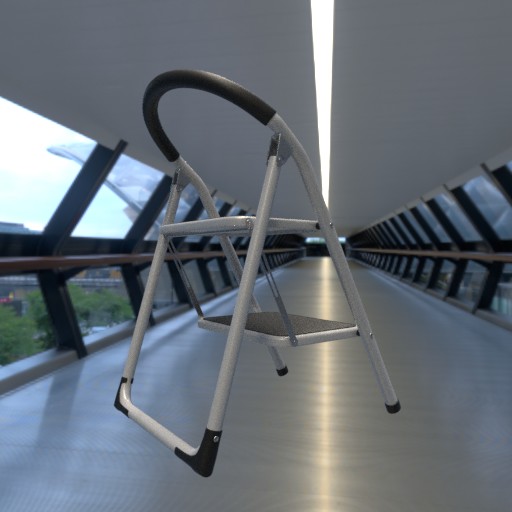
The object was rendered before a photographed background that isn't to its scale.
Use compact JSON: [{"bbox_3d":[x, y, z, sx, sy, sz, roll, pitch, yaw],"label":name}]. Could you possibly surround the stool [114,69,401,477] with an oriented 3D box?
[{"bbox_3d":[0.000,0.000,1.090,0.559,0.760,0.453,0,0,-37],"label":"stool"}]
